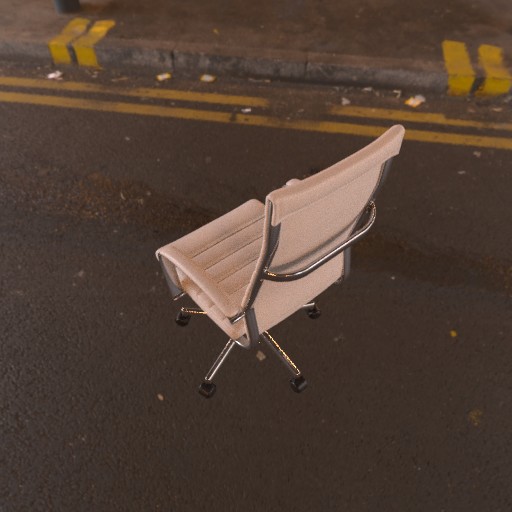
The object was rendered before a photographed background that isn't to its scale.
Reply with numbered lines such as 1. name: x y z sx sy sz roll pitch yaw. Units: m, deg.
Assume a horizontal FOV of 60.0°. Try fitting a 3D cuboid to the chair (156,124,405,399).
1. chair: 0.000 0.000 1.566 0.679 1.149 0.679 -31 55 -26
